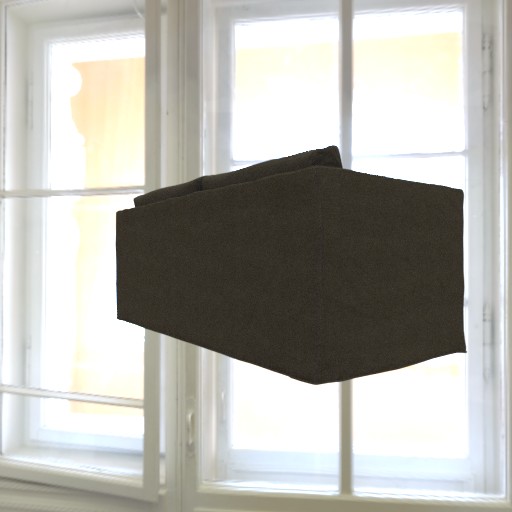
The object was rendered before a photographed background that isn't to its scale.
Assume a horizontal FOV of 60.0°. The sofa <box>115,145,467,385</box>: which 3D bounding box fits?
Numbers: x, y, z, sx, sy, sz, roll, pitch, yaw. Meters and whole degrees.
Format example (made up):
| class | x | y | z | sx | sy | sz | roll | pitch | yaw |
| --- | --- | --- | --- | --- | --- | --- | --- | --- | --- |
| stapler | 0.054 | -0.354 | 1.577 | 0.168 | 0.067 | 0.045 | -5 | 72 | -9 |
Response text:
| class | x | y | z | sx | sy | sz | roll | pitch | yaw |
| --- | --- | --- | --- | --- | --- | --- | --- | --- | --- |
| sofa | 0.000 | 0.000 | 2.494 | 0.953 | 0.855 | 1.982 | 0 | 0 | -37 |
